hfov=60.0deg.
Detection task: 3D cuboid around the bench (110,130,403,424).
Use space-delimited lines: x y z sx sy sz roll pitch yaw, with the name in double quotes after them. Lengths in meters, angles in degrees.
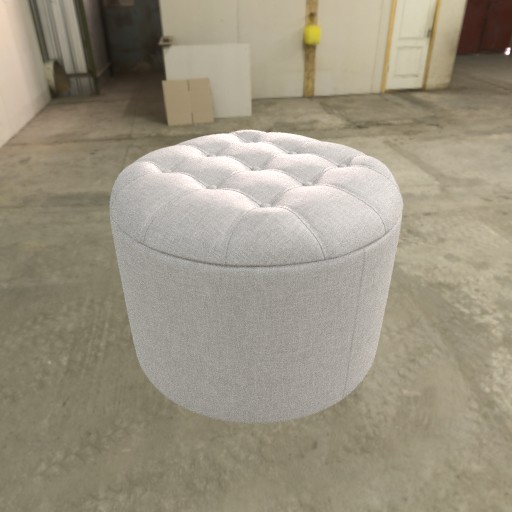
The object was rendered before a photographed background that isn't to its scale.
0.000 0.000 1.017 0.600 0.453 0.600 0 31 0 "bench"
